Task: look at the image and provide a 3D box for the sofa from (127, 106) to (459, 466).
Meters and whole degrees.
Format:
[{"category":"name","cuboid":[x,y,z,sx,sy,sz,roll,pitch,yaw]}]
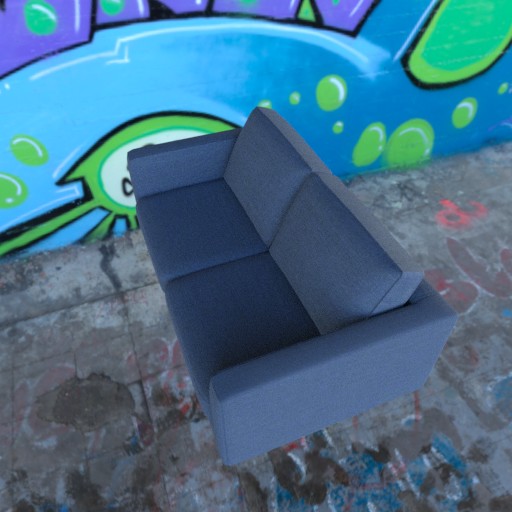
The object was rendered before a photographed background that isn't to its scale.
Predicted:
[{"category":"sofa","cuboid":[0.000,0.000,2.267,0.999,0.907,1.659,-16,46,-16]}]
